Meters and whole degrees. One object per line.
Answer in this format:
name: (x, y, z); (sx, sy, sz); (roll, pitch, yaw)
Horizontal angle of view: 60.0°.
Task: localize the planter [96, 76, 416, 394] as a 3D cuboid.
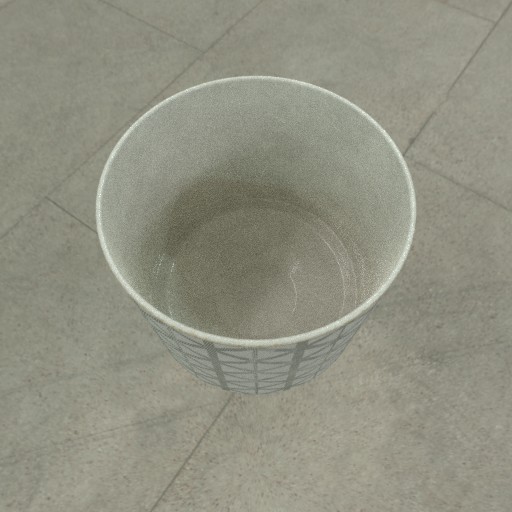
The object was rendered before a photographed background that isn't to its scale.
planter: (0.000, 0.000, 0.455); (0.250, 0.239, 0.250); (0, 64, 0)
